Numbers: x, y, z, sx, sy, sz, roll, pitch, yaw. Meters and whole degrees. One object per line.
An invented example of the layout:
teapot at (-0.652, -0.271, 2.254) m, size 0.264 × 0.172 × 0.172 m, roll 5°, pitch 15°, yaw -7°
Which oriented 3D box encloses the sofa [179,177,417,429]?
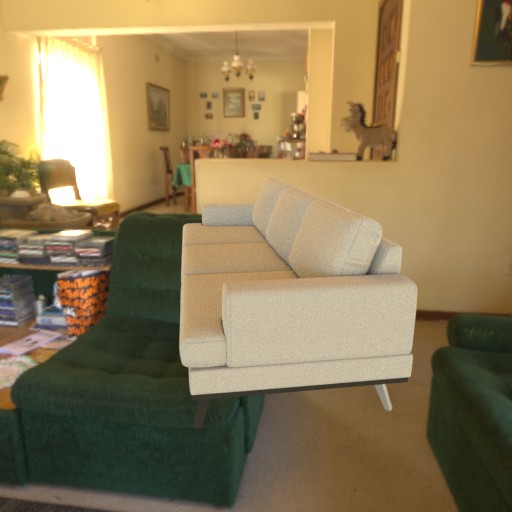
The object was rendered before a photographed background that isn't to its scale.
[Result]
sofa at (0.000, 0.000, 2.757) m, size 0.920 × 0.810 × 2.310 m, roll -2°, pitch 15°, yaw -8°
